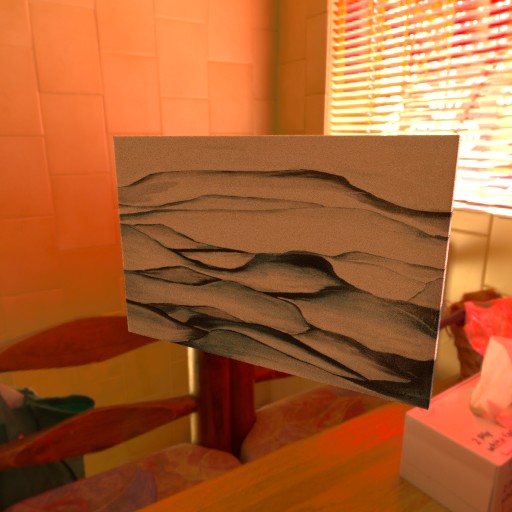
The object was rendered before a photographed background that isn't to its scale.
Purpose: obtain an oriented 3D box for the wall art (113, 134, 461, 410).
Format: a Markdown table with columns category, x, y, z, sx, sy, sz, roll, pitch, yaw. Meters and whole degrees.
| category | x | y | z | sx | sy | sz | roll | pitch | yaw |
| --- | --- | --- | --- | --- | --- | --- | --- | --- | --- |
| wall art | 0.000 | 0.000 | 1.159 | 0.914 | 0.609 | 0.039 | 8 | 17 | 27 |
